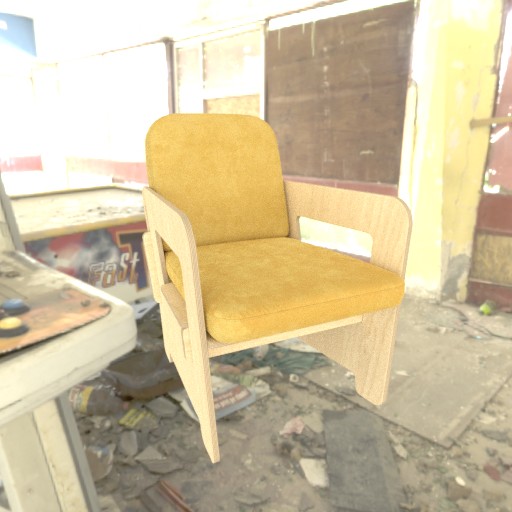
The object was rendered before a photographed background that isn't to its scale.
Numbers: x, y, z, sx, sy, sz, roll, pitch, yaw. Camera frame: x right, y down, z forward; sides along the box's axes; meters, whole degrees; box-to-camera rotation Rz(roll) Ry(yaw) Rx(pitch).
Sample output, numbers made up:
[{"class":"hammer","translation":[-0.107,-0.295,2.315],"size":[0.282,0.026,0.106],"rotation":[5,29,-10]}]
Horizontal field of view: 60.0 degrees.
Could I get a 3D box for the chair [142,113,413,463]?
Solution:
[{"class":"chair","translation":[0.000,0.000,1.271],"size":[0.590,0.800,0.710],"rotation":[-8,17,-26]}]
